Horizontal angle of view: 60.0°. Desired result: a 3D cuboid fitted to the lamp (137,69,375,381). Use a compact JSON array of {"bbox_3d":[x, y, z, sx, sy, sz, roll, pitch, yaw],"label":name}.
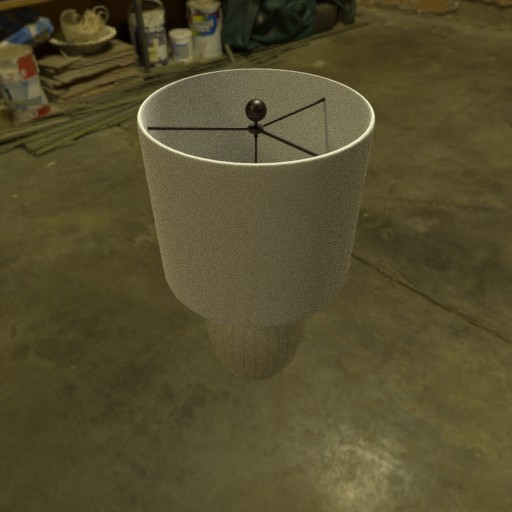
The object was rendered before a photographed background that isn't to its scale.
[{"bbox_3d":[0.000,0.000,0.798,0.329,0.570,0.329,0,41,0],"label":"lamp"}]
